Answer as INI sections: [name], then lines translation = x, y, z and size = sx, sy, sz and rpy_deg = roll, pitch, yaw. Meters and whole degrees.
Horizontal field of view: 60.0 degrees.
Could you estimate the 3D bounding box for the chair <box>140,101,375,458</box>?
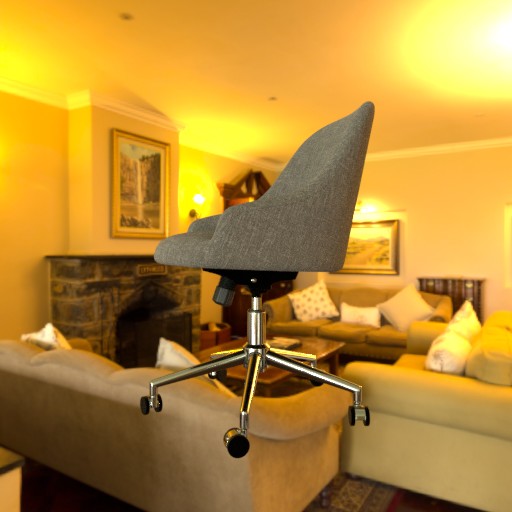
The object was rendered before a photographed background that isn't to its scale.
[chair]
translation = 0.000, 0.000, 1.407
size = 0.712, 0.950, 0.671
rpy_deg = 0, 1, -17
